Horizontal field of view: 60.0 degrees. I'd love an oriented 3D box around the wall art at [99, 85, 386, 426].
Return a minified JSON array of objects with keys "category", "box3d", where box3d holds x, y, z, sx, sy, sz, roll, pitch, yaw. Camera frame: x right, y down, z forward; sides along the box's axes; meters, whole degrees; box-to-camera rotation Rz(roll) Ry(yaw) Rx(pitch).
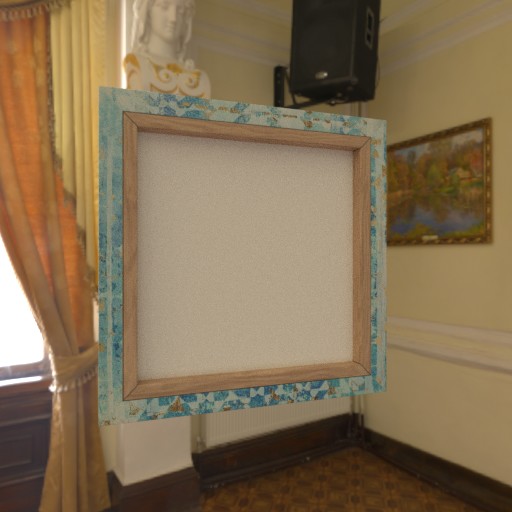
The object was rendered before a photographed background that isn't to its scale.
[{"category":"wall art","box3d":[0.000,0.000,0.910,0.609,0.609,0.040,0,0,-19]}]
